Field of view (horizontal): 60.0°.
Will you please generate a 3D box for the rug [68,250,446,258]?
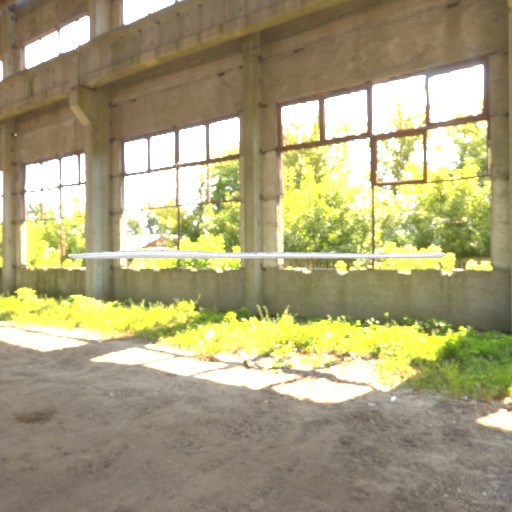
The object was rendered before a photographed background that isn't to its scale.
[{"bbox_3d":[0.000,0.000,3.010,1.537,0.036,2.447,0,0,0],"label":"rug"}]
